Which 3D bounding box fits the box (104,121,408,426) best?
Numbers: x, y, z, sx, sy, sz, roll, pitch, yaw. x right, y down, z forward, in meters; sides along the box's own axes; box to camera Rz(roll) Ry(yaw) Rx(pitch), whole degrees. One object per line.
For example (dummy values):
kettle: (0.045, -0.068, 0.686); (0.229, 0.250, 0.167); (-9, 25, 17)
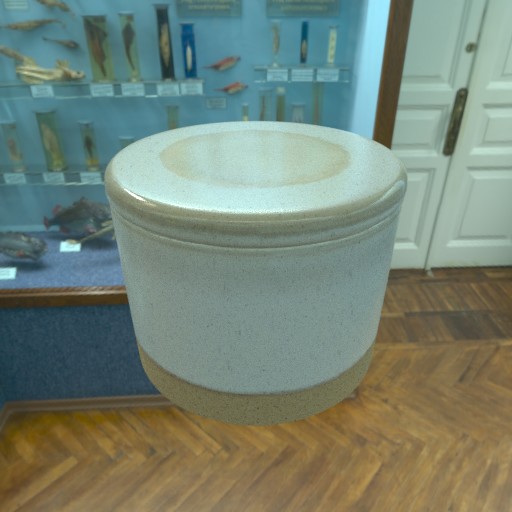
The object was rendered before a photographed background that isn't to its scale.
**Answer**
box: (0.000, 0.000, 0.262); (0.154, 0.123, 0.154); (0, 30, 0)
